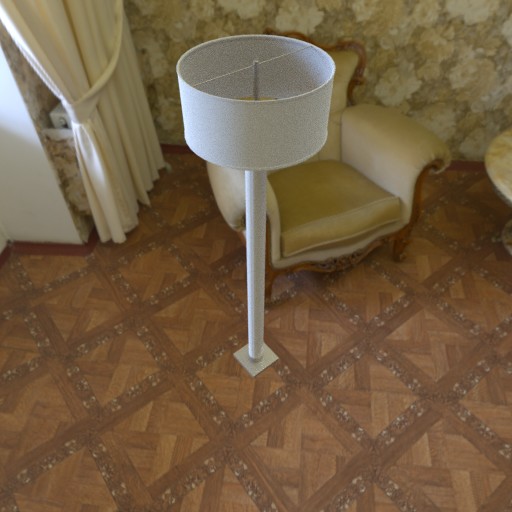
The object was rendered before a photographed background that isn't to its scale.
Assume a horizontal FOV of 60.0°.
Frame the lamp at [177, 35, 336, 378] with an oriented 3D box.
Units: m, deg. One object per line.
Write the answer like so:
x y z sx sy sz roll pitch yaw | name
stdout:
0.000 0.000 1.694 0.420 1.475 0.420 -30 53 -26 | lamp
